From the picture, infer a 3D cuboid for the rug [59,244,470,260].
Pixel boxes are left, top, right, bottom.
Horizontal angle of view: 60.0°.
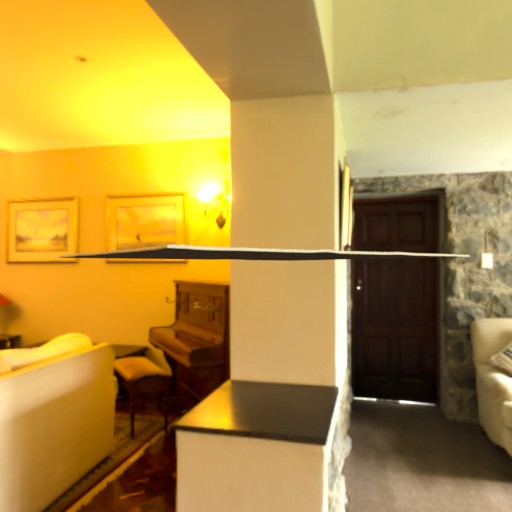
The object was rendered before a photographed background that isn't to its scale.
[{"bbox_3d":[0.000,0.000,0.903,0.639,0.006,0.548,1,-2,-36],"label":"rug"}]
